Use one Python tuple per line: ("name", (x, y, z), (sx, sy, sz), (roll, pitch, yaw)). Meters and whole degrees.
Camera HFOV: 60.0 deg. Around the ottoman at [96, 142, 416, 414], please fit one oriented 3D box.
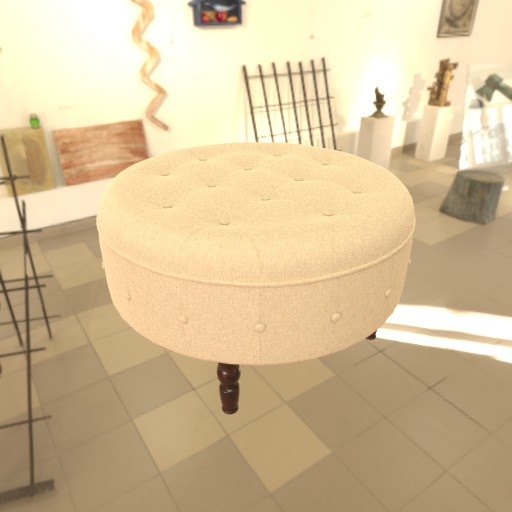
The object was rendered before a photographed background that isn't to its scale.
("ottoman", (0.000, 0.000, 1.315), (0.848, 0.494, 0.848), (0, 29, 0))
